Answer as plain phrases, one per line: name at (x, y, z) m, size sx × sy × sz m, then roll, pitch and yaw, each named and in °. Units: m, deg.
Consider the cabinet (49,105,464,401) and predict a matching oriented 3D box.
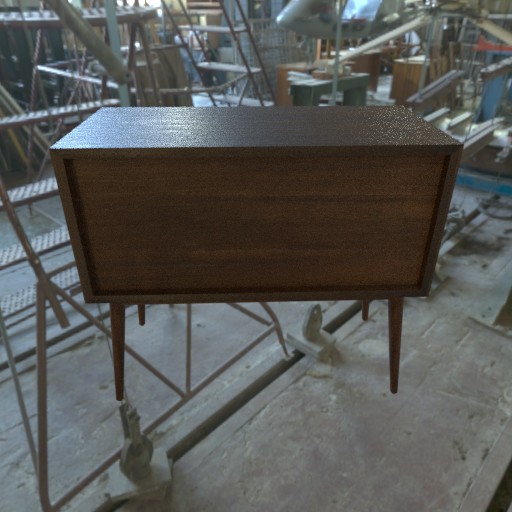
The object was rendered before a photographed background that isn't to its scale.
cabinet at (0.000, 0.000, 1.109) m, size 0.743 × 0.654 × 0.354 m, roll -1°, pitch 30°, yaw -2°
